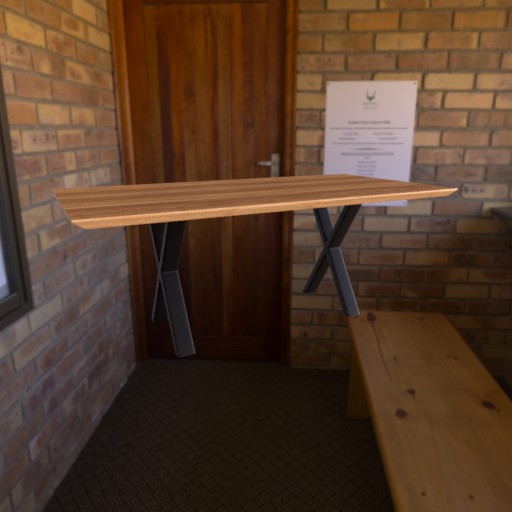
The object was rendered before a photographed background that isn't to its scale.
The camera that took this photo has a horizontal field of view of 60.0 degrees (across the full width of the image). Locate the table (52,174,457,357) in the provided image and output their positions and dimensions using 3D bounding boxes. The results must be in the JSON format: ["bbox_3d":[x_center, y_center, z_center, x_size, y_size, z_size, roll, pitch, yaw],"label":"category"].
[{"bbox_3d":[0.000,0.000,2.546,2.000,0.770,1.000,-8,17,-26],"label":"table"}]
